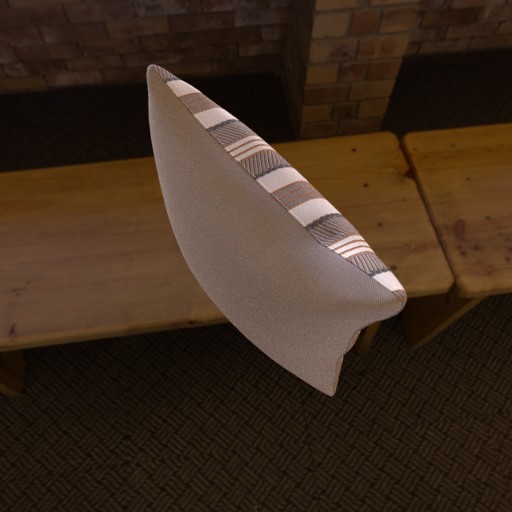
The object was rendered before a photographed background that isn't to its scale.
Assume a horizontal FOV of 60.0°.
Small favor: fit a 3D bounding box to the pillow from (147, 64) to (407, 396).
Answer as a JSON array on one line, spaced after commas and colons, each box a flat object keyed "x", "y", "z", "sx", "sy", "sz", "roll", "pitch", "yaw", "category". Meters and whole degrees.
[{"x": 0.000, "y": 0.000, "z": 0.640, "sx": 0.173, "sy": 0.401, "sz": 0.416, "roll": -36, "pitch": 66, "yaw": -18, "category": "pillow"}]
